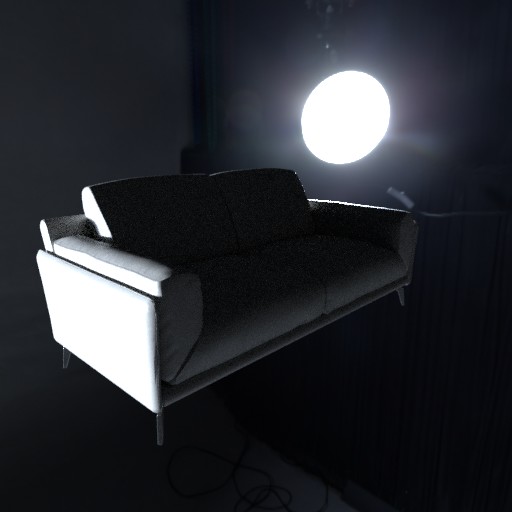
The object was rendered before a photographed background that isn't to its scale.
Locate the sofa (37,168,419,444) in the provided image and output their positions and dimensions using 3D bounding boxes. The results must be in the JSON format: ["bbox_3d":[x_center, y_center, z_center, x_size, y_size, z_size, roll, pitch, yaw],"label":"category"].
[{"bbox_3d":[0.000,0.000,2.595,1.049,0.930,2.101,14,20,42],"label":"sofa"}]
